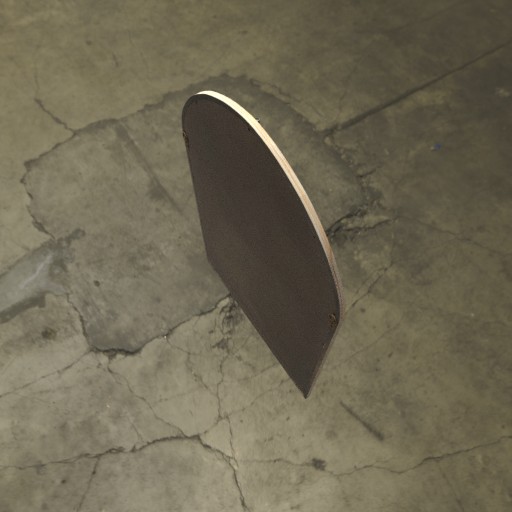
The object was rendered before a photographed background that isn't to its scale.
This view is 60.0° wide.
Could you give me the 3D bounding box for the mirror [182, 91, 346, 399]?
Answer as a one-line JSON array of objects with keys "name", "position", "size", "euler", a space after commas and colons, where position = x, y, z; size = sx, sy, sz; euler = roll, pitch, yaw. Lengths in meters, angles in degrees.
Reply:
[{"name": "mirror", "position": [0.000, 0.000, 1.144], "size": [0.032, 0.915, 0.609], "euler": [-30, 64, -16]}]
